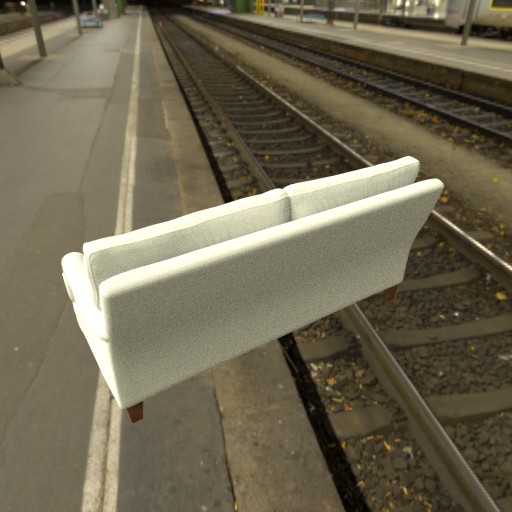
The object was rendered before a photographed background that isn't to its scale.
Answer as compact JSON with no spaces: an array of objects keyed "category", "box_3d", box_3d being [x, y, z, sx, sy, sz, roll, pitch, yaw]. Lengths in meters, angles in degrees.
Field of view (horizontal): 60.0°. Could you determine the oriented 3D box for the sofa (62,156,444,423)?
[{"category":"sofa","box_3d":[0.000,0.000,2.825,2.193,1.096,1.069,-19,35,-29]}]
